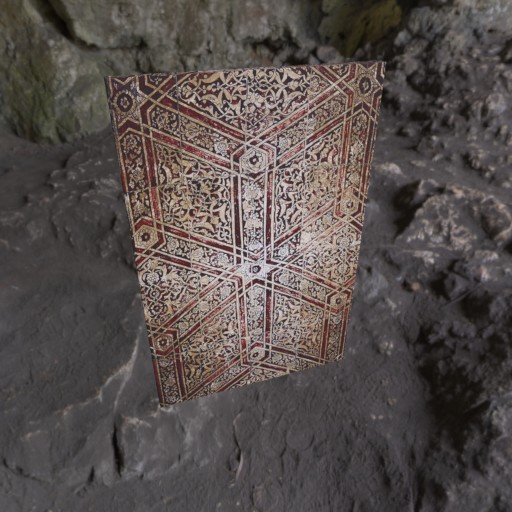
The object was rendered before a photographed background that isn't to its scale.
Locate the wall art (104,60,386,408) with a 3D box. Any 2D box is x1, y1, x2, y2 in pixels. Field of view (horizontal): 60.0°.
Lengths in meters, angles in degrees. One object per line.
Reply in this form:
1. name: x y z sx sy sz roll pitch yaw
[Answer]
1. wall art: 0.000 0.000 0.760 0.397 0.599 0.020 -10 33 -16
